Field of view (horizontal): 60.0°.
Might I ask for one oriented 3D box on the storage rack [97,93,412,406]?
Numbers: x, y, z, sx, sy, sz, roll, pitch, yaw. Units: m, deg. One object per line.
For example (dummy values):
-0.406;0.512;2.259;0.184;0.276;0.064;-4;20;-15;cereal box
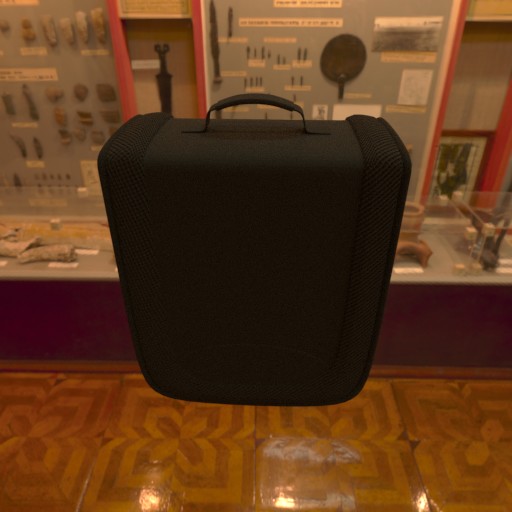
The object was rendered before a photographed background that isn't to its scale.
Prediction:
0.000;0.000;0.560;0.297;0.387;0.168;1;32;2;storage rack
